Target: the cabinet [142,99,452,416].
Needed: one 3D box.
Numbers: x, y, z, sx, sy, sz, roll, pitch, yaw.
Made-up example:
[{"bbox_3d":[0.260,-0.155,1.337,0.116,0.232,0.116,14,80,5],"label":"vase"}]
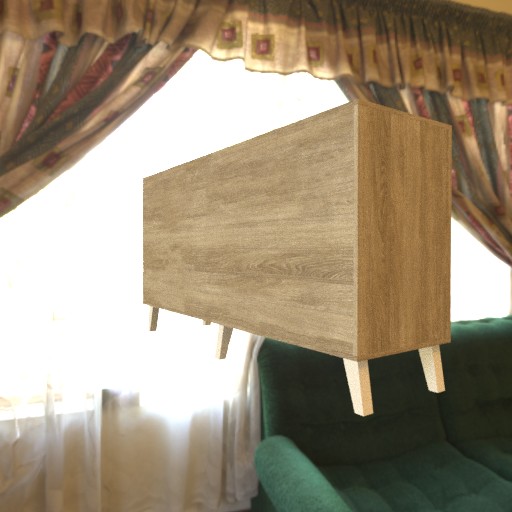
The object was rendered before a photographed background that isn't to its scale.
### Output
[{"bbox_3d":[0.000,0.000,1.987,0.450,0.870,1.600,0,1,-35],"label":"cabinet"}]
